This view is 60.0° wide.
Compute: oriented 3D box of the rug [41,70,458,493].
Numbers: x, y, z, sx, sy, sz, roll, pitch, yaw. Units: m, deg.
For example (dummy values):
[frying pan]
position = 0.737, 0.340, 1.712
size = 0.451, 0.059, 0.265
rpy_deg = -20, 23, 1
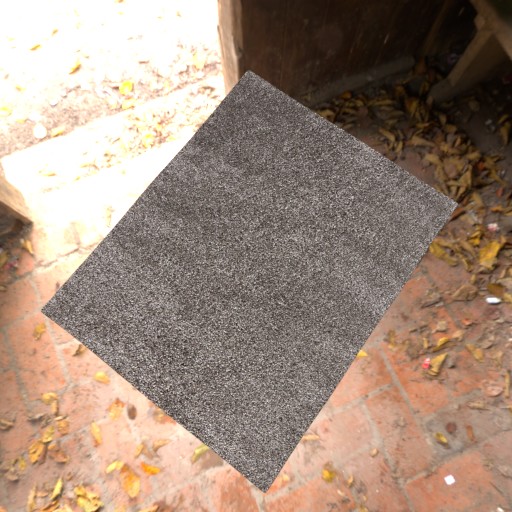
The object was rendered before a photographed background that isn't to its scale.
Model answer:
[rug]
position = 0.000, 0.000, 3.944
size = 2.401, 0.025, 3.000
rpy_deg = 36, 78, 9
